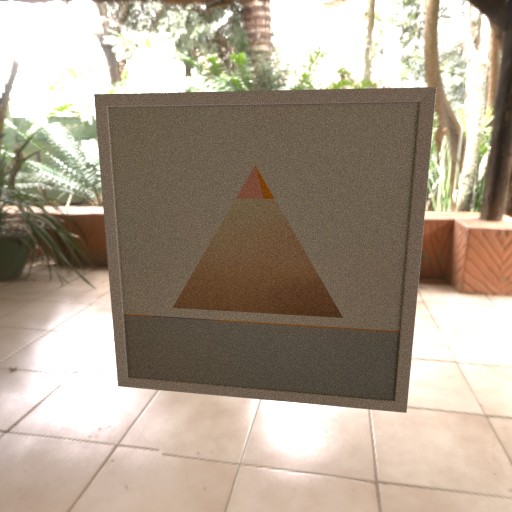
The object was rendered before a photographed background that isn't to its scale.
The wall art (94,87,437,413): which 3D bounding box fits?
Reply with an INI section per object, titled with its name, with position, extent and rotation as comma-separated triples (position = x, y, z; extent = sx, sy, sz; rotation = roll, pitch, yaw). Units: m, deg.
[wall art]
position = 0.000, 0.000, 1.093
extent = 0.768, 0.765, 0.041
rotation = 2, 14, 9
